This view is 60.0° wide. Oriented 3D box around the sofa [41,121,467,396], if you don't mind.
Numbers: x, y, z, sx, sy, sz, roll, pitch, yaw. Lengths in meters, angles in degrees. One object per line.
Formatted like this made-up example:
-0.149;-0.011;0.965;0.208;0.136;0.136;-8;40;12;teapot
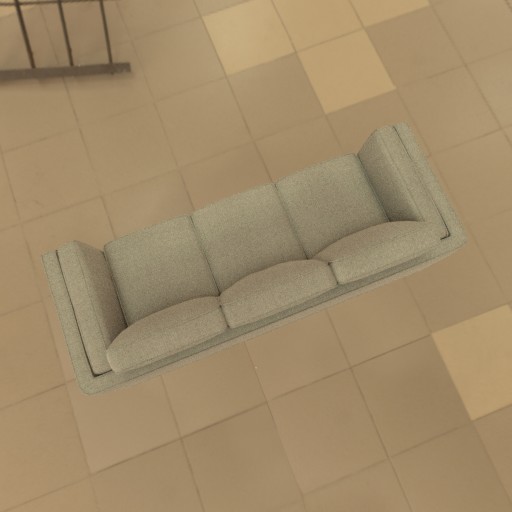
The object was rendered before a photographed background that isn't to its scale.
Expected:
0.000;0.000;2.785;2.362;0.899;0.903;-21;77;-5;sofa
